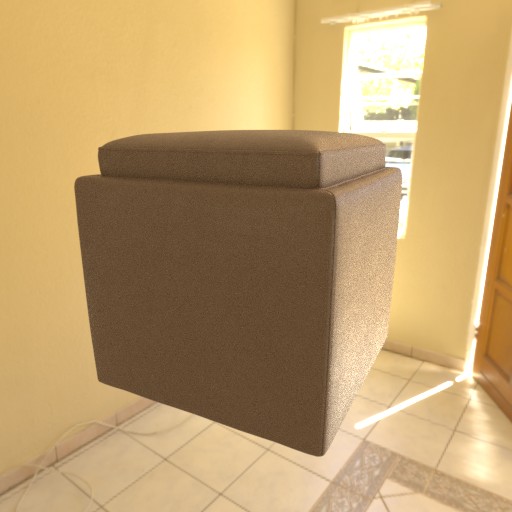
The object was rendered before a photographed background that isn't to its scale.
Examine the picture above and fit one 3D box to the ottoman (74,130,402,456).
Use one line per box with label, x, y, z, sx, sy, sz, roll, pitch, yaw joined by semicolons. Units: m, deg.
ottoman;0.000;0.000;0.840;0.450;0.460;0.451;8;18;26
